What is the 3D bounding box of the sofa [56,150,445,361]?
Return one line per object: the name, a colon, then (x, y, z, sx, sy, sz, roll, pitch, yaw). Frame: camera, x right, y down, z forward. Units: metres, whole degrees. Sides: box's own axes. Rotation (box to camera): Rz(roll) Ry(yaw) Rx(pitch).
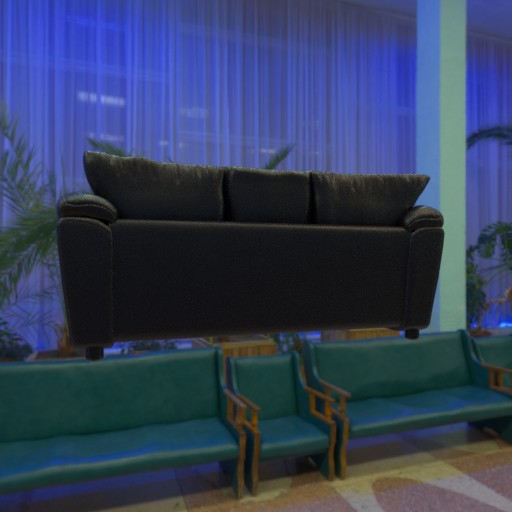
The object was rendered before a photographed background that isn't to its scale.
sofa: (0.000, 0.000, 2.837, 2.336, 1.073, 0.880, 0, 0, -18)
